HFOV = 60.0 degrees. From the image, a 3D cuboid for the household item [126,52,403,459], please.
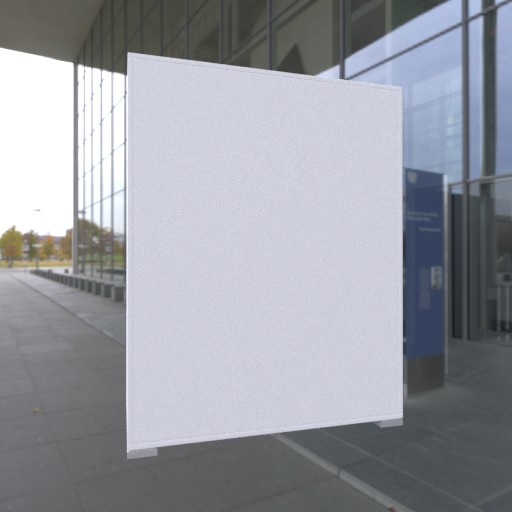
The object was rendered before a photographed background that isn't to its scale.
[{"bbox_3d":[0.000,0.000,1.413,0.790,1.010,0.420,0,0,-17],"label":"household item"}]
